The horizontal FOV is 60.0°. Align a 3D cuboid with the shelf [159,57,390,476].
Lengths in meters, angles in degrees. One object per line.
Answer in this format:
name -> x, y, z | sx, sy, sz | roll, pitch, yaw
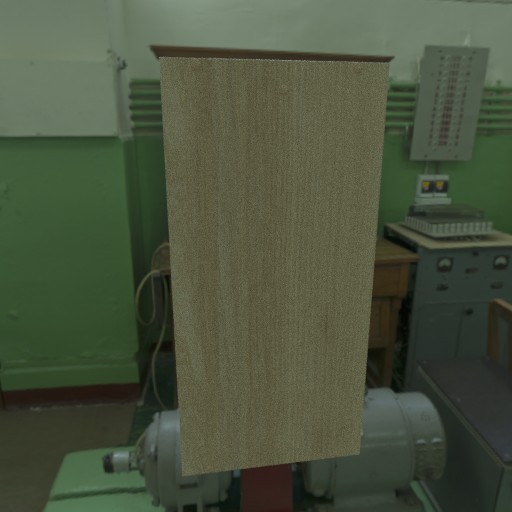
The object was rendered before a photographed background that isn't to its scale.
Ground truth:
shelf -> 0.000, 0.000, 0.793 | 0.290, 0.600, 0.350 | -3, 16, -9
